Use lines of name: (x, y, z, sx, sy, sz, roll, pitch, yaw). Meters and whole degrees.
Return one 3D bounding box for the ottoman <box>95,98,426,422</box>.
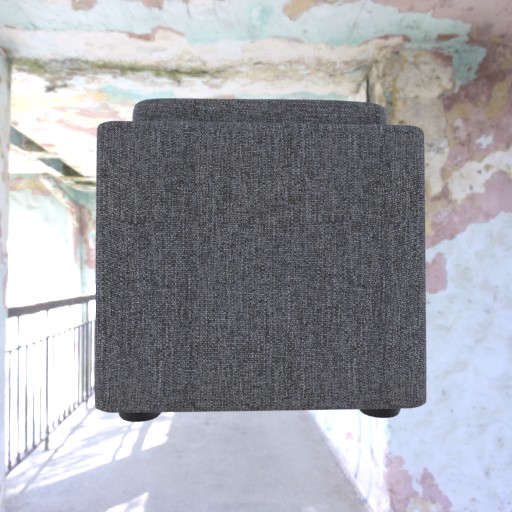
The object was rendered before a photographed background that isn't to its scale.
ottoman: (0.000, 0.000, 0.811, 0.450, 0.460, 0.450, 0, -1, -3)
